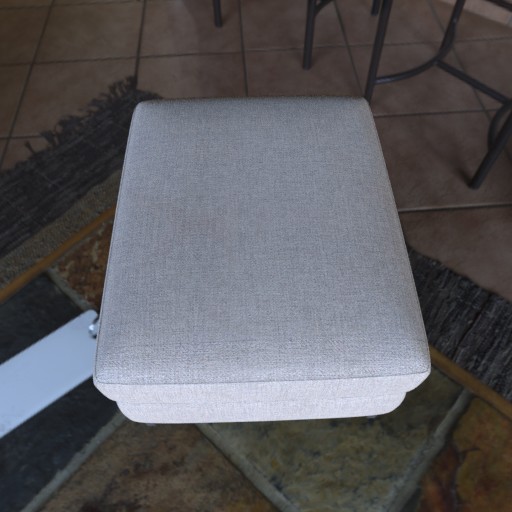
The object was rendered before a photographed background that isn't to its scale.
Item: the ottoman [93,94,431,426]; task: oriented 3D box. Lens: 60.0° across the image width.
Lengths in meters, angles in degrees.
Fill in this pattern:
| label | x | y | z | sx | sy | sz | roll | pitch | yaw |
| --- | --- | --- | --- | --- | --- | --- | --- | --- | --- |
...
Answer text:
| label | x | y | z | sx | sy | sz | roll | pitch | yaw |
| --- | --- | --- | --- | --- | --- | --- | --- | --- | --- |
| ottoman | 0.000 | 0.000 | 1.197 | 0.671 | 0.490 | 0.820 | -2 | 59 | -1 |
